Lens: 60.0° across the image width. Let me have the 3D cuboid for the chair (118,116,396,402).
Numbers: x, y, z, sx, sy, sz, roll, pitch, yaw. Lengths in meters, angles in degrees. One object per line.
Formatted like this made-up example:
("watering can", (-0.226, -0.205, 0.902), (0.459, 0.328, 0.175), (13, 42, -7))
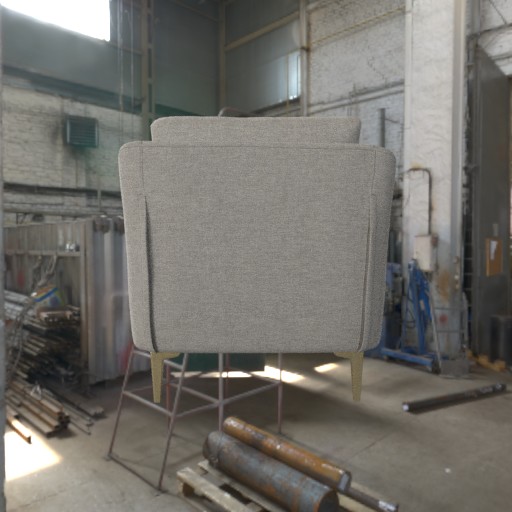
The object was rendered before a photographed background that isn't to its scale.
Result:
("chair", (0.000, 0.000, 1.696), (0.986, 0.902, 0.961), (0, 2, -1))
